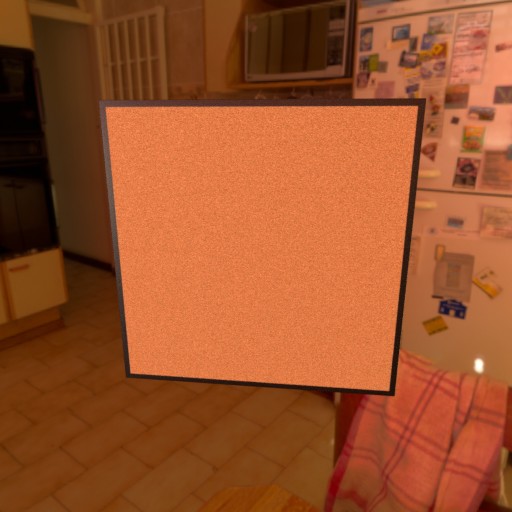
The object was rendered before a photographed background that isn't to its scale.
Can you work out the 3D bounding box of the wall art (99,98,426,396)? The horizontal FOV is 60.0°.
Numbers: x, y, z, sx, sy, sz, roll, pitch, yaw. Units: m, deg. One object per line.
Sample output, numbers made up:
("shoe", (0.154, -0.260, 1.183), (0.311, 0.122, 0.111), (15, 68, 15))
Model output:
("wall art", (0.000, 0.000, 0.687), (0.457, 0.458, 0.012), (2, 17, 7))
